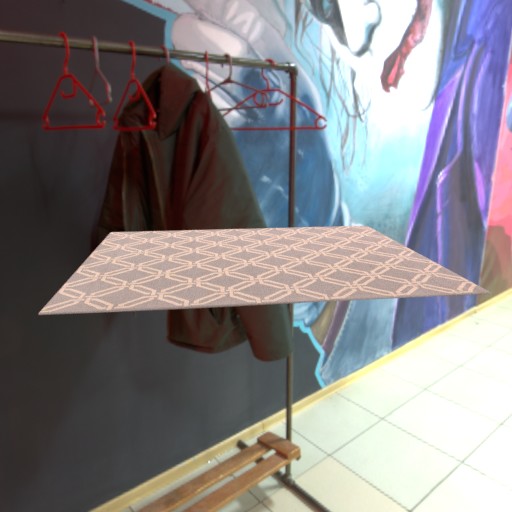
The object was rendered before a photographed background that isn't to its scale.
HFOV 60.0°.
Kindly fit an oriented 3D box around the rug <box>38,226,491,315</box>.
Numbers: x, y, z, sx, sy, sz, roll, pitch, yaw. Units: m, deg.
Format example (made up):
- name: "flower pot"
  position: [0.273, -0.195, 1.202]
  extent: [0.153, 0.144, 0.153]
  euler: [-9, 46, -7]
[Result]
- name: "rug"
  position: [0.000, 0.000, 3.893]
  extent: [2.895, 0.018, 2.288]
  euler: [-2, 15, -7]
